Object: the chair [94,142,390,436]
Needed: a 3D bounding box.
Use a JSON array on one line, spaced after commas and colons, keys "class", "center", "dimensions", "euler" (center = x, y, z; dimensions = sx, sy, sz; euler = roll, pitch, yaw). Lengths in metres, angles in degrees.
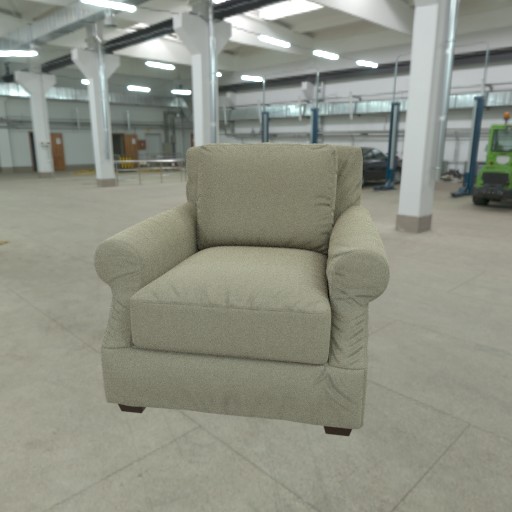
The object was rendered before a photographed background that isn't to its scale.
[{"class": "chair", "center": [0.000, 0.000, 1.738], "dimensions": [0.940, 0.866, 1.066], "euler": [3, 14, 10]}]
